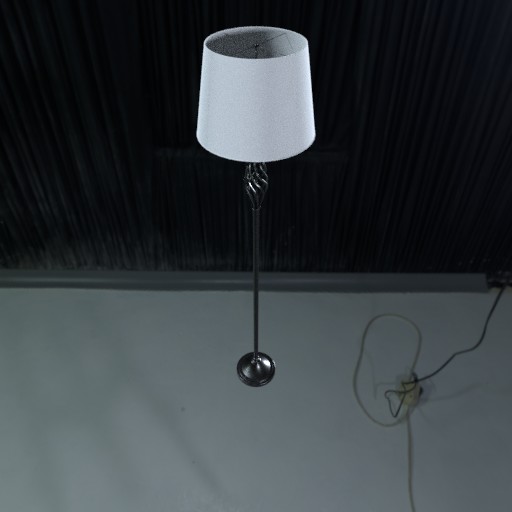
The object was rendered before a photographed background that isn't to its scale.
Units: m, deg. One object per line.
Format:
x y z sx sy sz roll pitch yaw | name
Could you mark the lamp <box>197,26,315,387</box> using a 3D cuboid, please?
0.000 0.000 1.787 0.379 1.623 0.379 0 42 0 | lamp
